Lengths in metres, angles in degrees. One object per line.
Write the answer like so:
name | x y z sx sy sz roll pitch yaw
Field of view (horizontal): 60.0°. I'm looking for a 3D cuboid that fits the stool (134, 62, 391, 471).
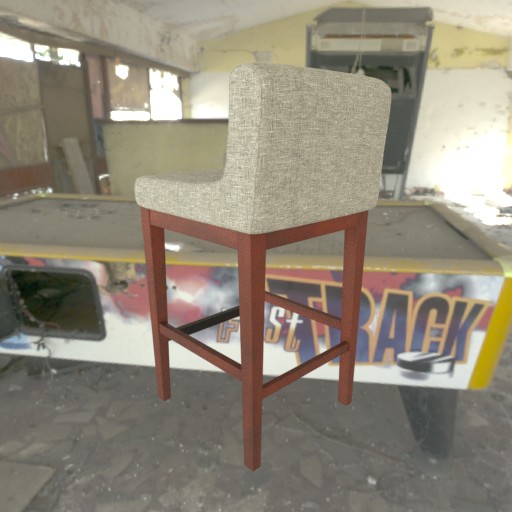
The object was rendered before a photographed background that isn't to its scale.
stool | 0.000 0.000 1.109 0.417 0.835 0.459 -15 22 -41
